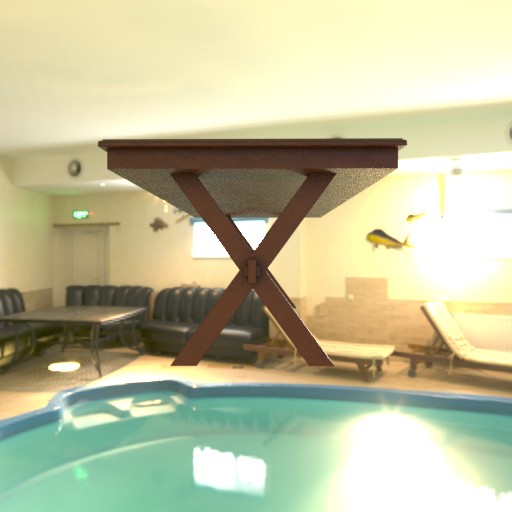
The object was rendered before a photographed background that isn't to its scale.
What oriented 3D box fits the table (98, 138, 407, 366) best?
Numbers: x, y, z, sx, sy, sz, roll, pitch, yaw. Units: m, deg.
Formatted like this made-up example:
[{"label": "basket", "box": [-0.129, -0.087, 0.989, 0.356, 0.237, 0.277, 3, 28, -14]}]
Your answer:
[{"label": "table", "box": [0.000, 0.000, 1.451, 0.594, 0.459, 1.197, 0, 0, 1]}]
